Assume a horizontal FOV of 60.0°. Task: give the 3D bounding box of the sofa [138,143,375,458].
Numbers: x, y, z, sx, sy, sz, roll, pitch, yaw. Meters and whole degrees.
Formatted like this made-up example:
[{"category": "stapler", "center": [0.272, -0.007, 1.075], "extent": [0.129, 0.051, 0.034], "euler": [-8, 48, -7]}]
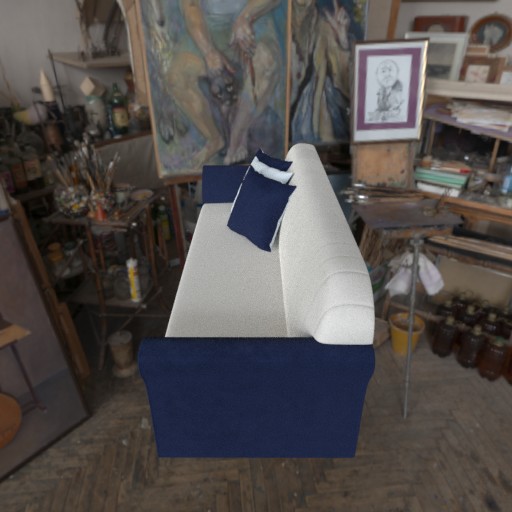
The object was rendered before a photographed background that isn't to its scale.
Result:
[{"category": "sofa", "center": [0.000, 0.000, 2.338], "extent": [0.749, 0.789, 2.006], "euler": [0, 29, 0]}]
